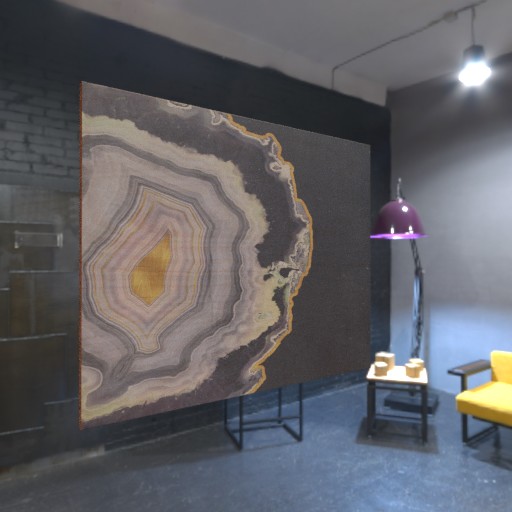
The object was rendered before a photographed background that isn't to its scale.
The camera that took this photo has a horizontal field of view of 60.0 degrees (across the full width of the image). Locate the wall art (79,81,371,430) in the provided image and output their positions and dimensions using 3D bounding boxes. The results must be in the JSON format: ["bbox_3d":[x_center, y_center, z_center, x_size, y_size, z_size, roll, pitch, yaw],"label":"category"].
[{"bbox_3d":[0.000,0.000,0.669,0.508,0.408,0.010,0,0,-35],"label":"wall art"}]
